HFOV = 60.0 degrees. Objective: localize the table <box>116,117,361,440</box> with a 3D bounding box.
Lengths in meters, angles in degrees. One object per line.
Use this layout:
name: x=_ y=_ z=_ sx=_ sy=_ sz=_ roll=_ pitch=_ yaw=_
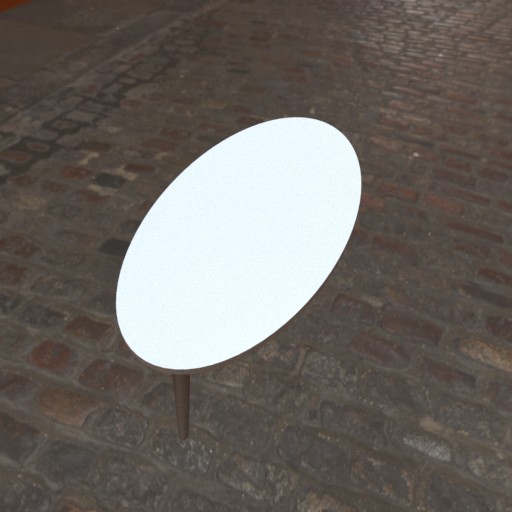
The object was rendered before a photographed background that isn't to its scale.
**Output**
table: x=0.000 y=0.000 z=1.363 sx=0.542 sy=0.390 sz=1.083 roll=15 pitch=46 yaw=15
